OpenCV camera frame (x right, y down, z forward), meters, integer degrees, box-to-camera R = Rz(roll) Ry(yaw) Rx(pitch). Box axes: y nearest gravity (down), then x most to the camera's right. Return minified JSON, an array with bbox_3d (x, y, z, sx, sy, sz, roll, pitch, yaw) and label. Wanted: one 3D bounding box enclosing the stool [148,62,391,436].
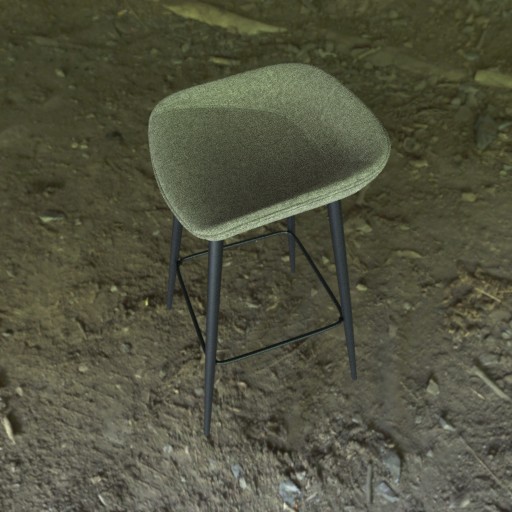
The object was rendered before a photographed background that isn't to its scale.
[{"bbox_3d":[0.000,0.000,1.129,0.480,0.814,0.469,-16,49,-14],"label":"stool"}]
